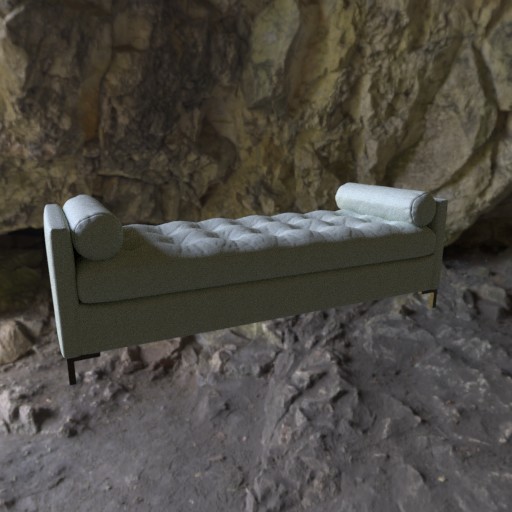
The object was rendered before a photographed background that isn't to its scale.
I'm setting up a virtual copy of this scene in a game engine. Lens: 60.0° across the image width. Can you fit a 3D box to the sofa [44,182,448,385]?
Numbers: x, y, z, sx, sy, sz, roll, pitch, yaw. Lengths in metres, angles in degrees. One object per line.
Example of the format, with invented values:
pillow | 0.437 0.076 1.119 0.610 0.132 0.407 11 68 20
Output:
sofa | 0.000 0.000 2.482 2.102 0.705 0.796 -7 16 -25
